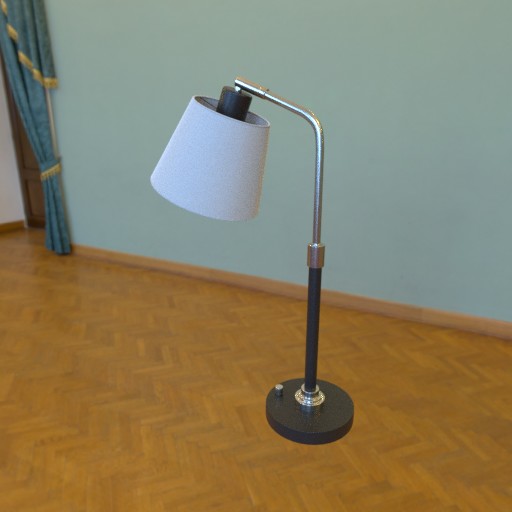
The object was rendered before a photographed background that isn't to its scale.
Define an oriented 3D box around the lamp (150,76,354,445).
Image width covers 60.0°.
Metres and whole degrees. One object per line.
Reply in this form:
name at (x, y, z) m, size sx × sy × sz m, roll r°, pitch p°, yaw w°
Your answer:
lamp at (0.000, 0.000, 0.712) m, size 0.348 × 0.539 × 0.181 m, roll 8°, pitch 20°, yaw 24°
